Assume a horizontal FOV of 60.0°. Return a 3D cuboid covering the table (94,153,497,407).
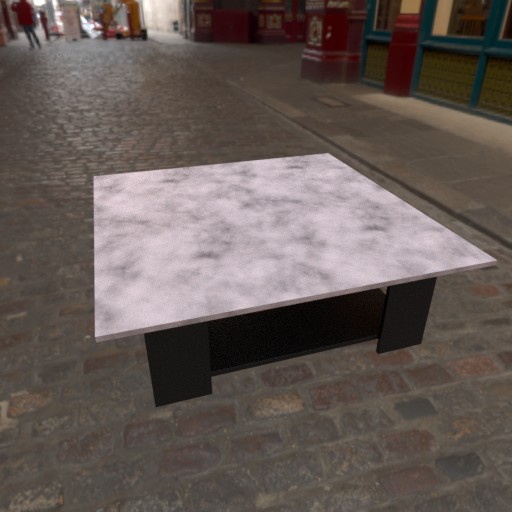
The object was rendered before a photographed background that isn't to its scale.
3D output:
[{"bbox_3d":[0.000,0.000,1.353,0.890,0.305,0.890,-9,31,-15],"label":"table"}]
